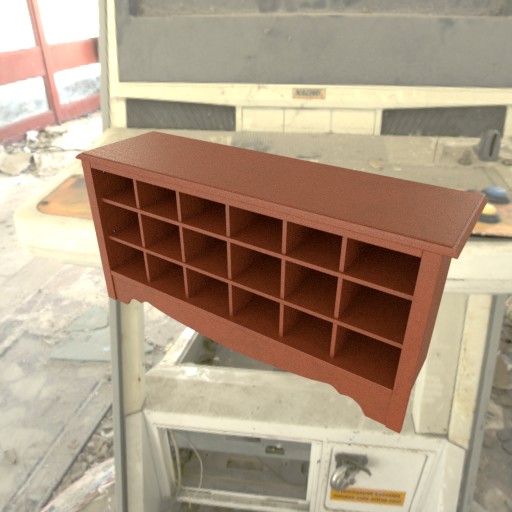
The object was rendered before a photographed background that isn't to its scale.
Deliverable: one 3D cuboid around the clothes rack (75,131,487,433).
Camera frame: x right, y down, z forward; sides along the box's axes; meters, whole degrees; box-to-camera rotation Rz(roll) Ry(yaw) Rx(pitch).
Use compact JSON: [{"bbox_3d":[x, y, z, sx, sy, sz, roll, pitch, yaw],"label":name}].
[{"bbox_3d":[0.000,0.000,1.498,1.251,0.594,0.362,18,35,28],"label":"clothes rack"}]
